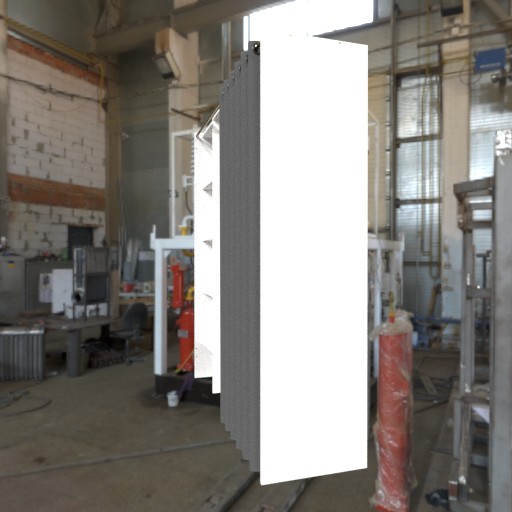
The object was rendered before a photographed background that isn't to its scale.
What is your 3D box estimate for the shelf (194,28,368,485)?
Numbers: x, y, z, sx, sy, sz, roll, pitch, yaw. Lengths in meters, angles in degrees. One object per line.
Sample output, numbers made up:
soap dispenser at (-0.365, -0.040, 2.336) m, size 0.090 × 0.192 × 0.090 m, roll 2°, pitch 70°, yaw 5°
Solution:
shelf at (0.000, 0.000, 2.585) m, size 0.500 × 1.810 × 1.600 m, roll 0°, pitch 0°, yaw -17°
